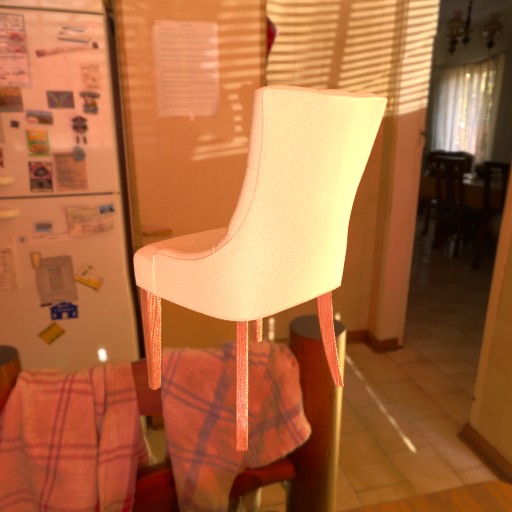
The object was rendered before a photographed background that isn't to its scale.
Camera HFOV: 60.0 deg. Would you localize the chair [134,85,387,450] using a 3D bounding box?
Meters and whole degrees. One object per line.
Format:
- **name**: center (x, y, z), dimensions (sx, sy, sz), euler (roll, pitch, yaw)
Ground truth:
- **chair**: center (0.000, 0.000, 1.271), dimensions (0.509, 0.874, 0.565), euler (-15, 22, -42)
